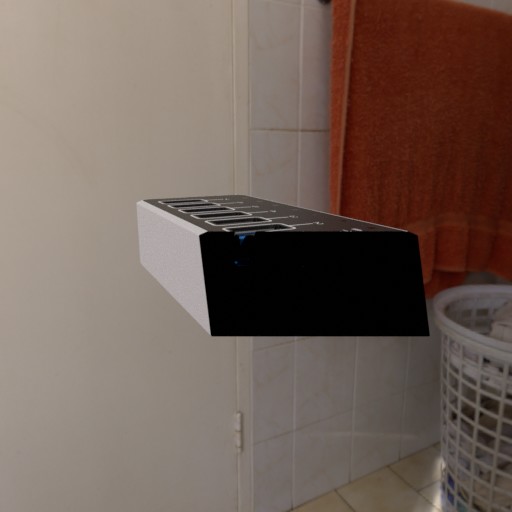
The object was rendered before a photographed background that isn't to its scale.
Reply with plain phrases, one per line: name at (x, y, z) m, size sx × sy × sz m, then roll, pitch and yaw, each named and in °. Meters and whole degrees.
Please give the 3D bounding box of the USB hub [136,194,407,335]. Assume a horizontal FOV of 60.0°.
USB hub at (0.000, 0.000, 0.125) m, size 0.044 × 0.023 × 0.110 m, roll -7°, pitch 15°, yaw -26°
